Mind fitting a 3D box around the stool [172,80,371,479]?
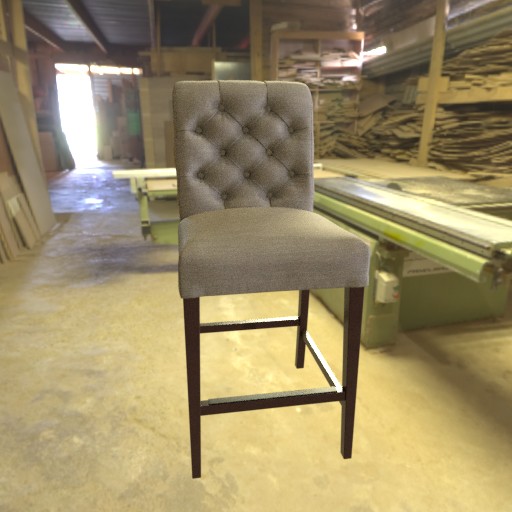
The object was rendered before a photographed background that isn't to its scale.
[{"bbox_3d":[0.000,0.000,1.406,0.486,1.084,0.660,-3,17,-9],"label":"stool"}]
